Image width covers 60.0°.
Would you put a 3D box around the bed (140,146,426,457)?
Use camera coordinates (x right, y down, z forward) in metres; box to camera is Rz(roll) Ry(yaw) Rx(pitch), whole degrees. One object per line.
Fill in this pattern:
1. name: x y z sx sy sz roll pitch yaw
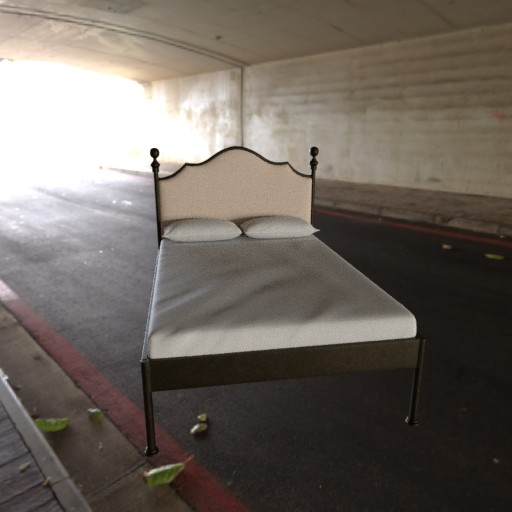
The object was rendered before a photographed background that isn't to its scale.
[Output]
1. bed: 0.000 0.000 3.197 1.533 1.462 2.170 -3 16 -9
